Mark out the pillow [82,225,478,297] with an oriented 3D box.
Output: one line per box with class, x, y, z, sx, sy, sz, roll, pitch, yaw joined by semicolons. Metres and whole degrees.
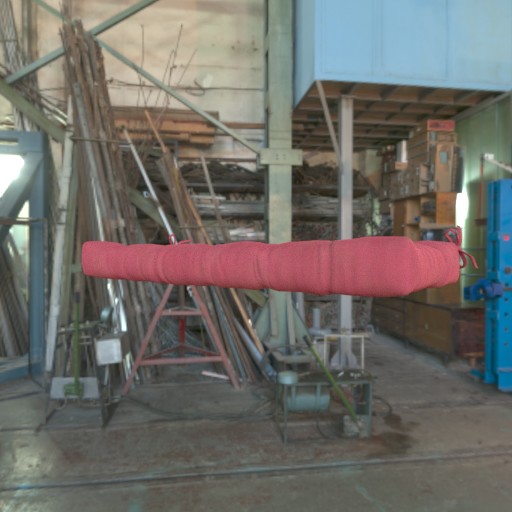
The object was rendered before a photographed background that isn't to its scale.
pillow;0.000;0.000;1.376;1.194;0.174;0.511;1;1;37
